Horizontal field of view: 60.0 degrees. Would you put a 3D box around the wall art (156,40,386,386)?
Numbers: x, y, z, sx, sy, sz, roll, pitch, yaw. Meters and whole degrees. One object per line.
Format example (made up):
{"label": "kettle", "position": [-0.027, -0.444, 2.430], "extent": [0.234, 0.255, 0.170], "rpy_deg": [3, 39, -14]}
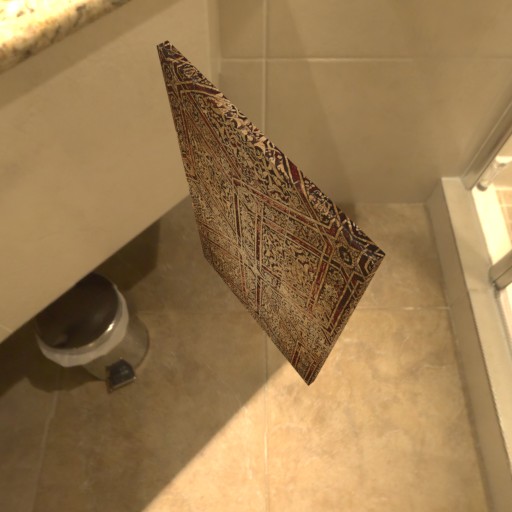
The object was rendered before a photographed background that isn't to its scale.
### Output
{"label": "wall art", "position": [0.000, 0.000, 0.769], "extent": [0.020, 0.599, 0.397], "rpy_deg": [-34, 68, -16]}
